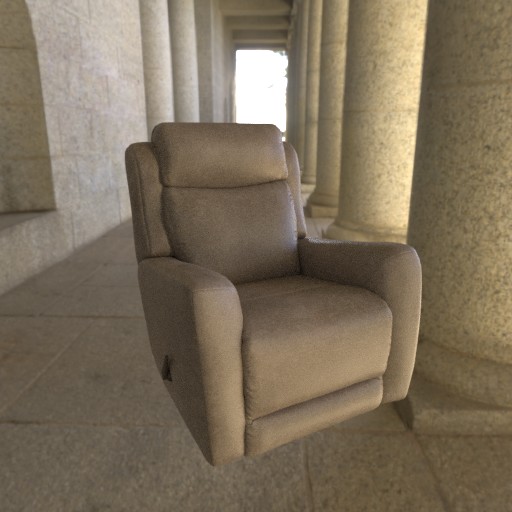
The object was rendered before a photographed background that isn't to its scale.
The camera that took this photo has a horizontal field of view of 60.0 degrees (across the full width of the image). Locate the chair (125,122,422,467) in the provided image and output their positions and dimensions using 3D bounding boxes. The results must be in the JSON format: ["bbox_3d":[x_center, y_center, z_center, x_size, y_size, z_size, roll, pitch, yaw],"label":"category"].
[{"bbox_3d":[0.000,0.000,1.918,0.967,1.116,1.068,-8,18,-26],"label":"chair"}]
